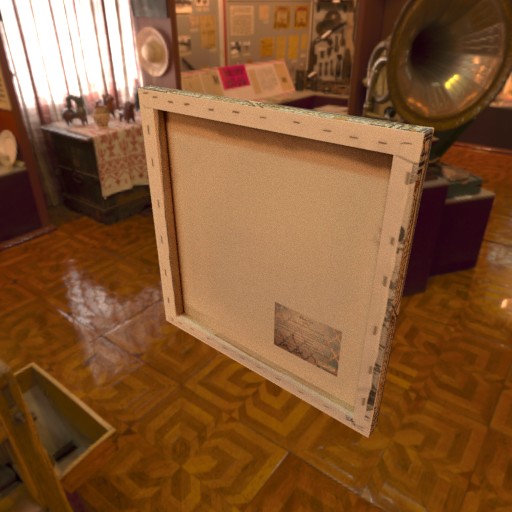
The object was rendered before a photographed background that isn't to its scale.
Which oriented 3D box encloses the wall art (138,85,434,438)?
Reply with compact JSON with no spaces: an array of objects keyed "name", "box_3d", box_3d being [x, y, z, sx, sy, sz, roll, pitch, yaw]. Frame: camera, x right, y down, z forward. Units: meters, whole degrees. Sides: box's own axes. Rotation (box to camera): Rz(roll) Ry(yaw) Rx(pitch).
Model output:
[{"name":"wall art","box_3d":[0.000,0.000,0.917,0.609,0.607,0.036,22,36,33]}]
